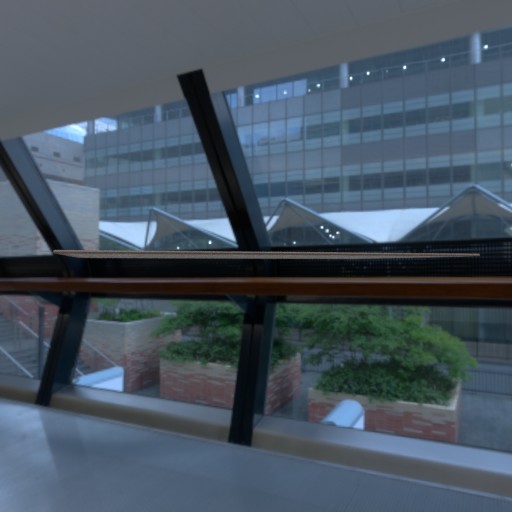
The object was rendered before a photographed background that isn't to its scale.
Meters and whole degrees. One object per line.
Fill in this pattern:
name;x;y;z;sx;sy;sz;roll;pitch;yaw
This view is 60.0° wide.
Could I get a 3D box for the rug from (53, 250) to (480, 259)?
rug;0.000;0.000;2.137;1.677;0.011;1.066;0;-1;-18
